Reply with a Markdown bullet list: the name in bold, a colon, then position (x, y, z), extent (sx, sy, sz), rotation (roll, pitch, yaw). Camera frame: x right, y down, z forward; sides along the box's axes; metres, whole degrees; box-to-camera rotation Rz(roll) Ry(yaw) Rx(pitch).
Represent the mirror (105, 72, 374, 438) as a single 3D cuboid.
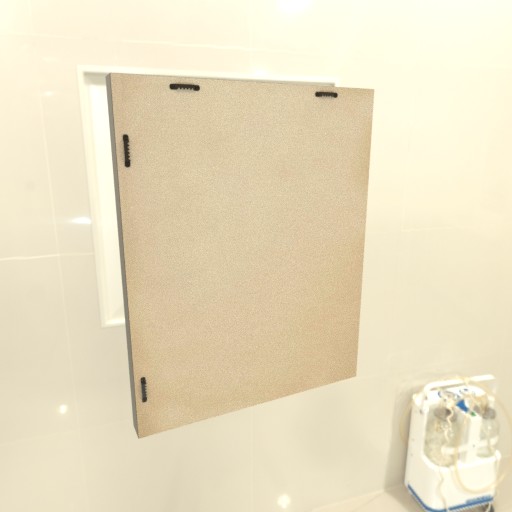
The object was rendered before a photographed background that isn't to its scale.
- **mirror**: position (0.000, 0.000, 0.694), extent (0.405, 0.508, 0.041), rotation (-7, 16, -25)
